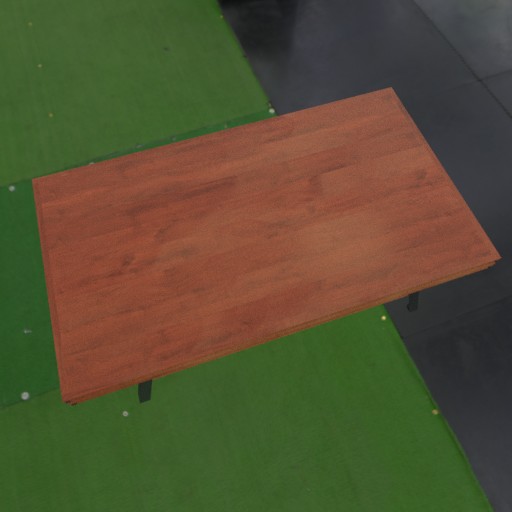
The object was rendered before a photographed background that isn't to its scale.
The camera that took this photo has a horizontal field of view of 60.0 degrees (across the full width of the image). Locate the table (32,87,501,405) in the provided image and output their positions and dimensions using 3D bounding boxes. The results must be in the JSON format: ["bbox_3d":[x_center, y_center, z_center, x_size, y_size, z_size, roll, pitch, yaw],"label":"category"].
[{"bbox_3d":[0.000,0.000,1.344,1.067,0.457,0.610,-17,65,-8],"label":"table"}]
